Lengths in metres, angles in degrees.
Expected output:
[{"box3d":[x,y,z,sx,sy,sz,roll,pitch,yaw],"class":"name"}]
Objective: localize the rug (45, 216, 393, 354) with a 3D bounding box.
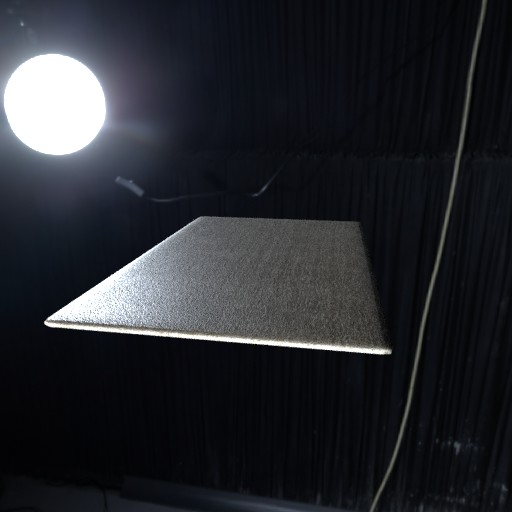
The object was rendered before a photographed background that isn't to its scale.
[{"box3d":[0.000,0.000,3.034,1.539,0.024,2.469,3,17,10],"class":"rug"}]
